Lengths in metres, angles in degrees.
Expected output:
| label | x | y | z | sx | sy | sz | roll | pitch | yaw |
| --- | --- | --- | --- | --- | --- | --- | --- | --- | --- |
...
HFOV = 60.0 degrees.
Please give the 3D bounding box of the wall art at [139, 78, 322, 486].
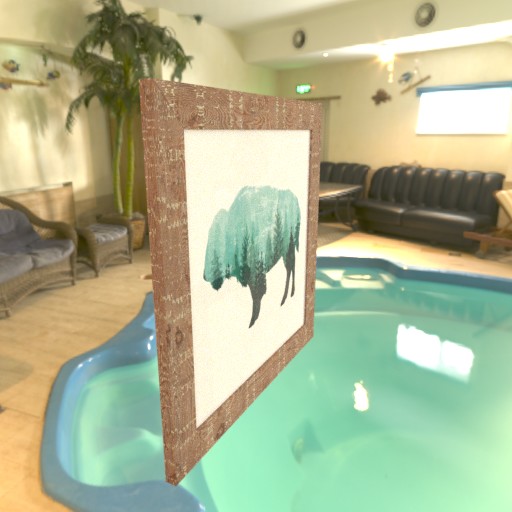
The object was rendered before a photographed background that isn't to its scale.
| label | x | y | z | sx | sy | sz | roll | pitch | yaw |
| --- | --- | --- | --- | --- | --- | --- | --- | --- | --- |
| wall art | 0.000 | 0.000 | 0.557 | 0.022 | 0.380 | 0.380 | 8 | 18 | 27 |
